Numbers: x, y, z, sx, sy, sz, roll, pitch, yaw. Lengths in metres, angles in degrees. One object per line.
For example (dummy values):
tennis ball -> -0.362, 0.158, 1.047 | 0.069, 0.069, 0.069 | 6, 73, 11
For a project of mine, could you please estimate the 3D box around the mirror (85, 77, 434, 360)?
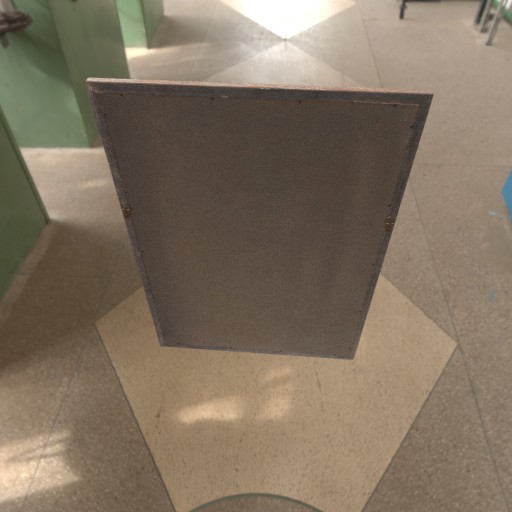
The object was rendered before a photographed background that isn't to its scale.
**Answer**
mirror -> 0.000, 0.000, 1.257 | 0.705, 0.996, 0.025 | 3, 46, 3
